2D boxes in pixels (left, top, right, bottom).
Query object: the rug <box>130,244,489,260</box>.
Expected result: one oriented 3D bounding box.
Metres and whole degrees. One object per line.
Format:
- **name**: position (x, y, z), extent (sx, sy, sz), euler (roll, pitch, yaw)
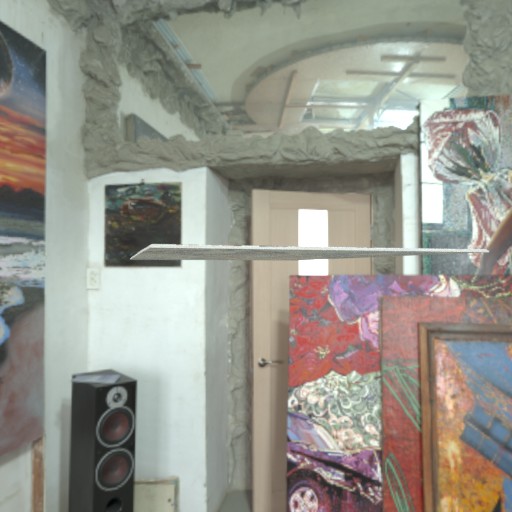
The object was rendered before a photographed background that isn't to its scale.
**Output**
- **rug**: position (0.000, 0.000, 2.874), extent (1.514, 0.014, 2.275), euler (0, -2, -18)
